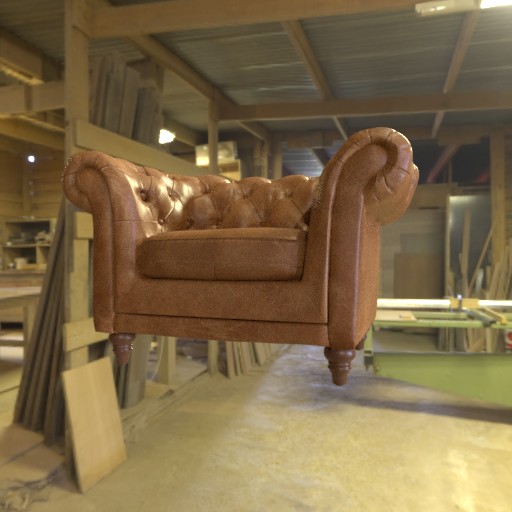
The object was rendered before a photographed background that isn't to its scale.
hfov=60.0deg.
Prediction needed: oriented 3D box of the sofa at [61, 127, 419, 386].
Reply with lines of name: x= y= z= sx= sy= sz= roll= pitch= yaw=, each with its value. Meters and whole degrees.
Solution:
sofa: x=0.000 y=0.000 z=2.045 sx=1.405 sy=0.878 sz=1.033 roll=0 pitch=0 yaw=19
